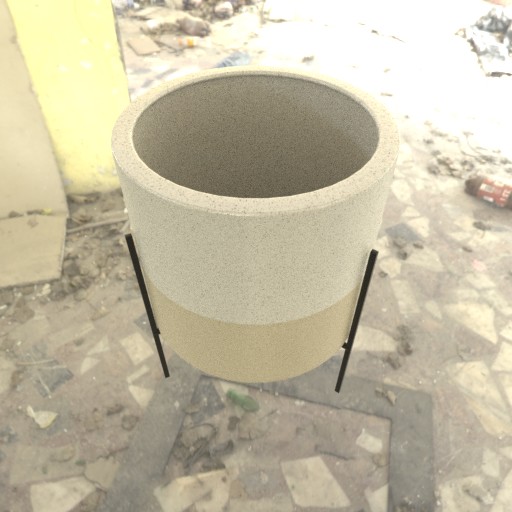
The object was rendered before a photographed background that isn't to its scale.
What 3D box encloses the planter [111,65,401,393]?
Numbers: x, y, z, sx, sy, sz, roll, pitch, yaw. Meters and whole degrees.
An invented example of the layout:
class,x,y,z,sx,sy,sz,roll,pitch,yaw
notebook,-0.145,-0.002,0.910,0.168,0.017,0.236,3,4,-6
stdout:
class,x,y,z,sx,sy,sz,roll,pitch,yaw
planter,0.000,0.000,0.729,0.359,0.484,0.368,4,45,4
